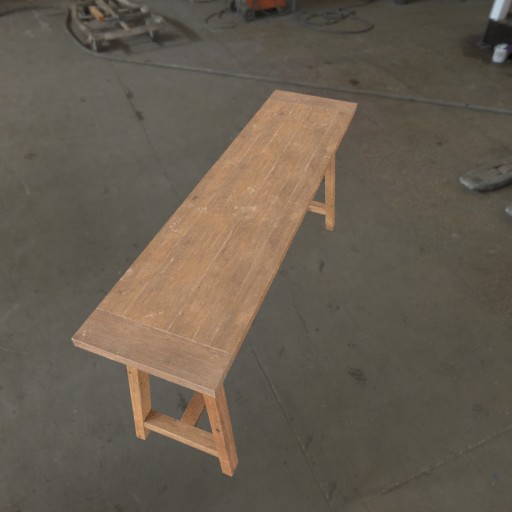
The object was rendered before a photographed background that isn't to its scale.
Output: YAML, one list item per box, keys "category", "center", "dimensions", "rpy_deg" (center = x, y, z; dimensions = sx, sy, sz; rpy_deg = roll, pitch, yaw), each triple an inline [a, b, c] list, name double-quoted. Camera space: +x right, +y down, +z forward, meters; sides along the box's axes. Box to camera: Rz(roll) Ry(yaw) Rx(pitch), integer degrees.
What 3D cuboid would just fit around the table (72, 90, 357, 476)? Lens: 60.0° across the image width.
- category: "table"
  center: [0.000, 0.000, 2.125]
  dimensions: [0.465, 0.810, 1.800]
  rpy_deg: [15, 47, 15]
